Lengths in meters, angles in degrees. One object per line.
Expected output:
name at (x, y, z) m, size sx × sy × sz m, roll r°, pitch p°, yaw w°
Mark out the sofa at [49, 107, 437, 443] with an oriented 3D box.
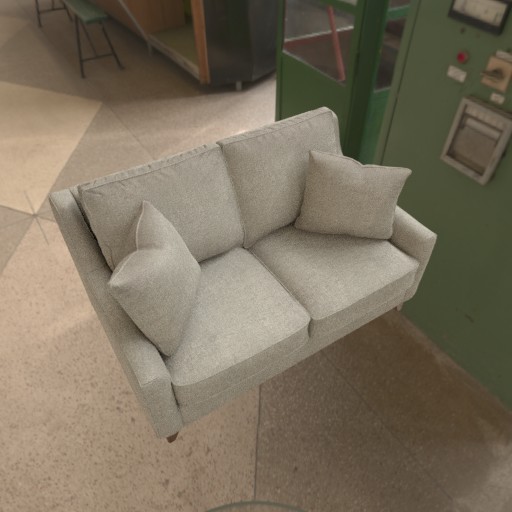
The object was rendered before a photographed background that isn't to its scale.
sofa at (0.000, 0.000, 2.005) m, size 1.422 × 0.863 × 0.915 m, roll -24°, pitch 50°, yaw -22°
